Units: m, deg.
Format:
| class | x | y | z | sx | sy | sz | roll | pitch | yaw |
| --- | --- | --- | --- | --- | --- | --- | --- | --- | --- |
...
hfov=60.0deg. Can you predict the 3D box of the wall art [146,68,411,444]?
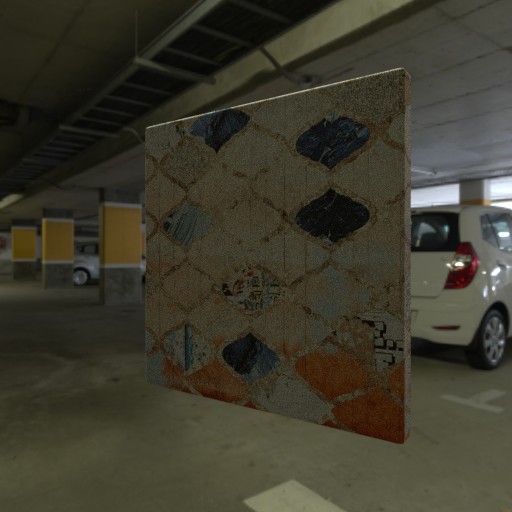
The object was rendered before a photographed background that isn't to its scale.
| class | x | y | z | sx | sy | sz | roll | pitch | yaw |
| --- | --- | --- | --- | --- | --- | --- | --- | --- | --- |
| wall art | 0.000 | 0.000 | 0.752 | 0.507 | 0.508 | 0.038 | 0 | 0 | 34 |
